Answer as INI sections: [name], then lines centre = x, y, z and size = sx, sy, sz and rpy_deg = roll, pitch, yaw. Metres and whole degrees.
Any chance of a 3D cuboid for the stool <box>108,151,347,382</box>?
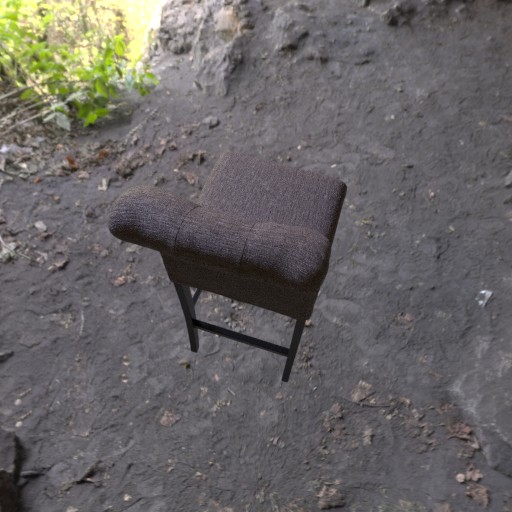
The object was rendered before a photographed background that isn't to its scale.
[stool]
centre = 0.000, 0.000, 1.445
size = 0.452, 1.131, 0.613
rpy_deg = 16, 64, 8
